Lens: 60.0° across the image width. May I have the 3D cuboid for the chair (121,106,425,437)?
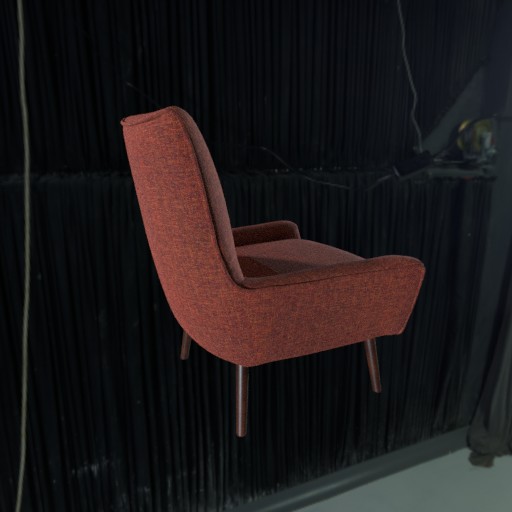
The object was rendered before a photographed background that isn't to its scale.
[{"bbox_3d":[0.000,0.000,1.496,0.784,0.911,0.803,-7,16,-26],"label":"chair"}]
